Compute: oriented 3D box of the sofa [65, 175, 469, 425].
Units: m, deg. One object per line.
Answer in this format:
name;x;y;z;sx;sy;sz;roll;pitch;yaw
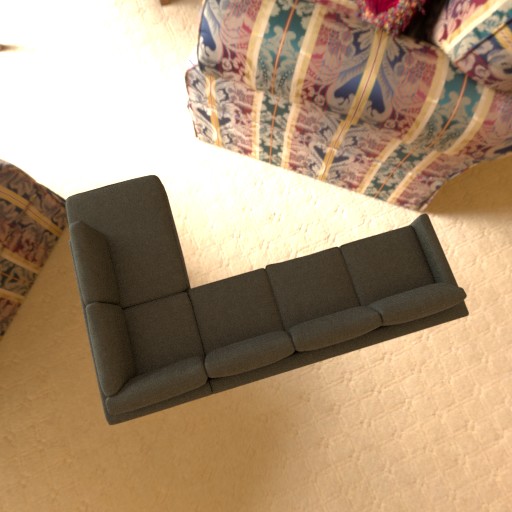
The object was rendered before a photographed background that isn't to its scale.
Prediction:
sofa;0.000;0.000;3.809;2.972;0.858;1.984;-16;76;-4
